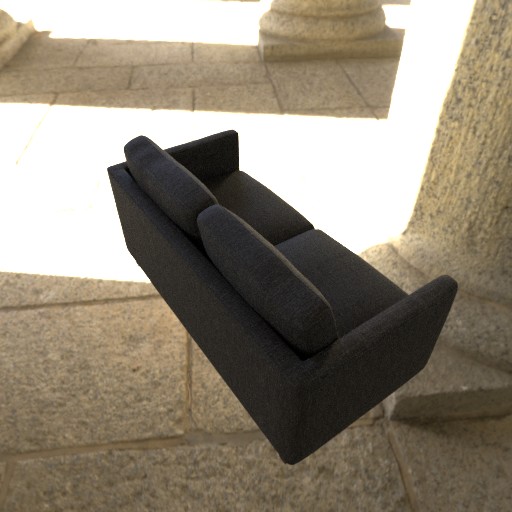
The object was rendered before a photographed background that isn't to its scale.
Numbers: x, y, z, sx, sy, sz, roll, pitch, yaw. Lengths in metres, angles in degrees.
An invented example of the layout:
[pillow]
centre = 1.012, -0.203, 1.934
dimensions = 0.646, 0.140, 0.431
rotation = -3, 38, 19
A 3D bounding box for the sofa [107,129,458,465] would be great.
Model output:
[sofa]
centre = 0.000, 0.000, 2.492
dimensions = 0.950, 0.963, 1.884
rotation = -25, 47, -25
